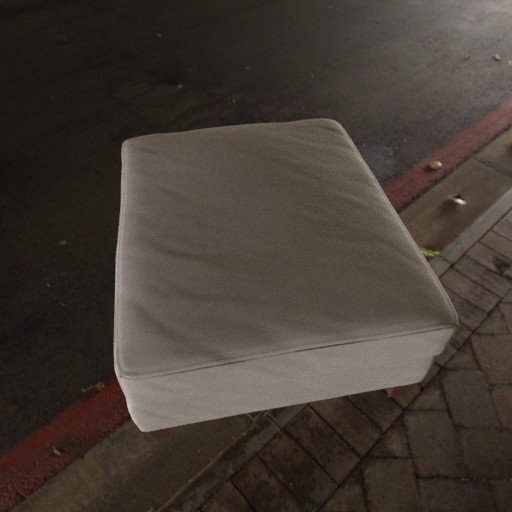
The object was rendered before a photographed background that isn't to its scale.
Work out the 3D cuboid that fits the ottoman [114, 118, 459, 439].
[{"bbox_3d":[0.000,0.000,1.469,0.836,0.492,1.002,-8,47,-7],"label":"ottoman"}]
